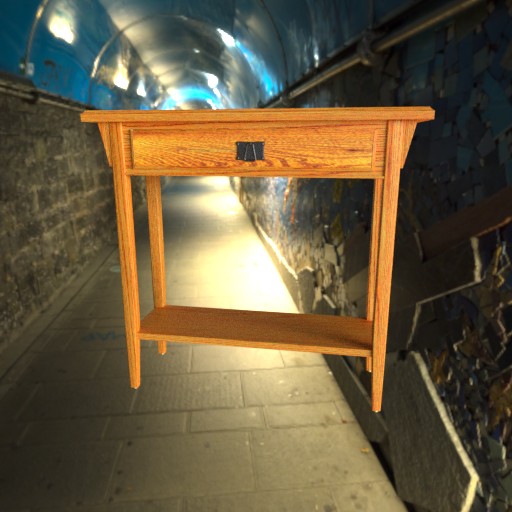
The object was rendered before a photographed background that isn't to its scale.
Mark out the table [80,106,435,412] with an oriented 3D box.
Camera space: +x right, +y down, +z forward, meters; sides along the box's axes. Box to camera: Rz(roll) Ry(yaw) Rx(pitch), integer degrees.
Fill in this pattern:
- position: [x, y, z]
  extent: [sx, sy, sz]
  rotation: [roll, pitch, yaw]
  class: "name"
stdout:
- position: [0.000, 0.000, 1.150]
  extent: [0.762, 0.711, 0.254]
  rotation: [2, 15, 9]
  class: "table"
